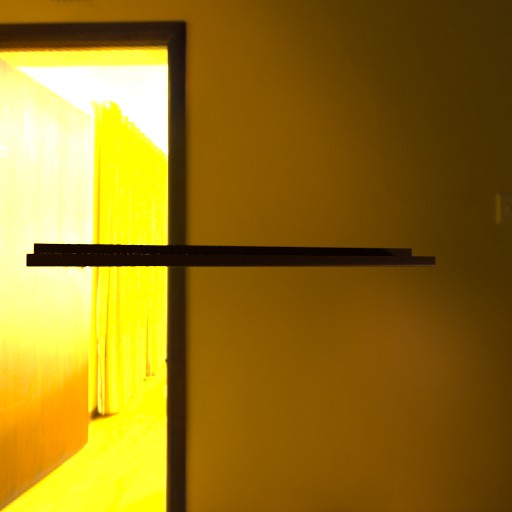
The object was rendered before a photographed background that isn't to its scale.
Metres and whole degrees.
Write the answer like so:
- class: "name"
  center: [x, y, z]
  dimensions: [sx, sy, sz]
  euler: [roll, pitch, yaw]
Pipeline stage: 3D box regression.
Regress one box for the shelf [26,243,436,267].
- class: "shelf"
  center: [0.000, 0.000, 1.007]
  dimensions: [0.924, 0.049, 0.092]
  euler: [0, -1, -19]
